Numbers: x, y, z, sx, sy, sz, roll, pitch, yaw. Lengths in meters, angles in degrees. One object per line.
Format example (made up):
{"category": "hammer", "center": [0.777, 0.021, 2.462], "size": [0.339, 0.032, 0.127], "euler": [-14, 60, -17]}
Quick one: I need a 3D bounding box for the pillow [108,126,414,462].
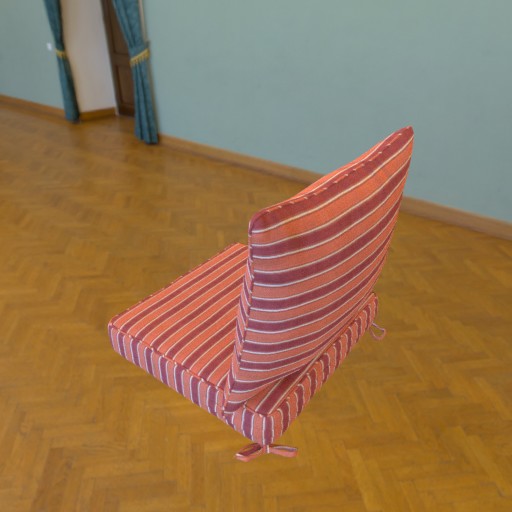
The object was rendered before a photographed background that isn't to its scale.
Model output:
{"category": "pillow", "center": [0.000, 0.000, 1.361], "size": [0.733, 0.723, 0.799], "euler": [21, 37, 31]}
